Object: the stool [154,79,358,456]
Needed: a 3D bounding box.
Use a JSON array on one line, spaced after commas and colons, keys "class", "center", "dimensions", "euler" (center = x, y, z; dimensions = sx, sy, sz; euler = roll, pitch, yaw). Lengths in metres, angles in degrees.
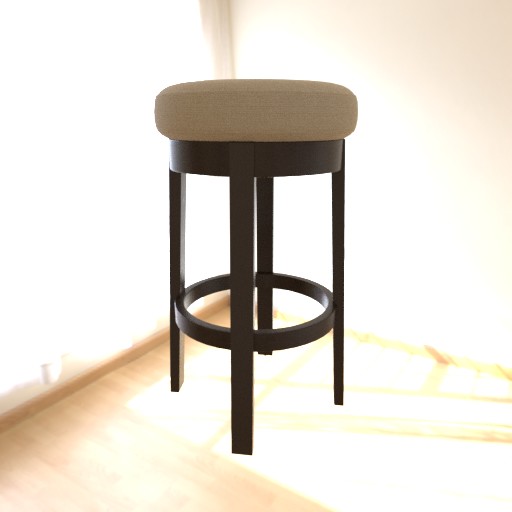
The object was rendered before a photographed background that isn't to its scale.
[{"class": "stool", "center": [0.000, 0.000, 1.043], "dimensions": [0.446, 0.758, 0.446], "euler": [0, 17, 0]}]
